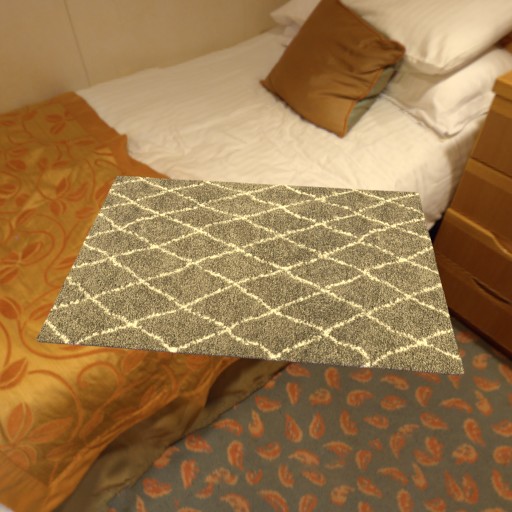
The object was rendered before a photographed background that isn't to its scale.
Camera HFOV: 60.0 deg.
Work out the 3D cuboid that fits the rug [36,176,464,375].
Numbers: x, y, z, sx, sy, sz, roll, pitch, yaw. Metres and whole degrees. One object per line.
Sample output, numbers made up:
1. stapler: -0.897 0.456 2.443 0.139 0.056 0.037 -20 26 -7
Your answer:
1. rug: 0.000 0.000 3.419 2.743 0.030 1.778 4 47 3
